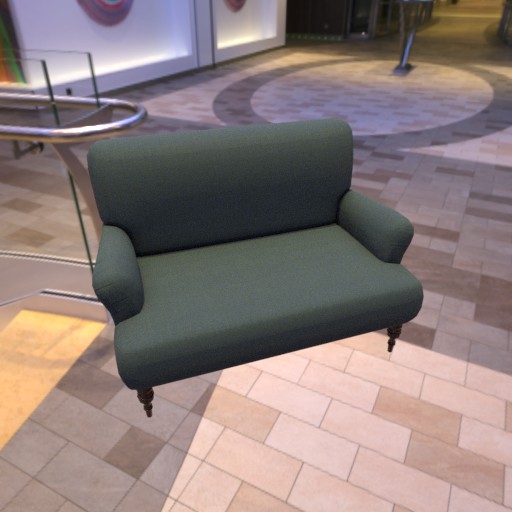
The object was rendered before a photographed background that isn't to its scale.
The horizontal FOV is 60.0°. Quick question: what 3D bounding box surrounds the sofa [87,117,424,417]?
[{"bbox_3d":[0.000,0.000,1.876,1.297,0.889,0.779,-10,33,-16],"label":"sofa"}]
